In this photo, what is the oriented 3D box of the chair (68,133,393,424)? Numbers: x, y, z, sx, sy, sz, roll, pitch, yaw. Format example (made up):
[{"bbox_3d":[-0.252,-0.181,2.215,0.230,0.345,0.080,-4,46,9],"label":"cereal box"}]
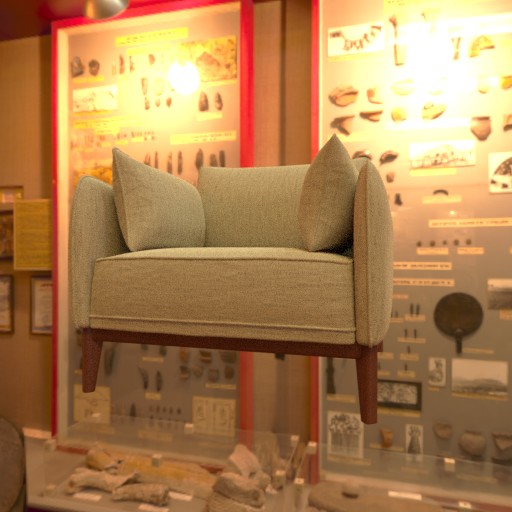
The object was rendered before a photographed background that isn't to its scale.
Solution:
[{"bbox_3d":[0.000,0.000,1.679,0.994,0.855,0.991,0,1,17],"label":"chair"}]
